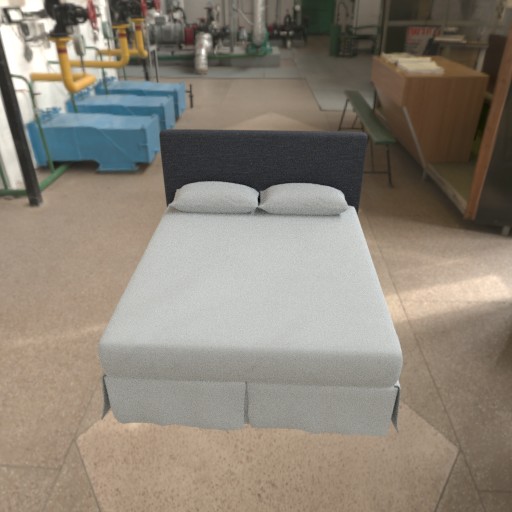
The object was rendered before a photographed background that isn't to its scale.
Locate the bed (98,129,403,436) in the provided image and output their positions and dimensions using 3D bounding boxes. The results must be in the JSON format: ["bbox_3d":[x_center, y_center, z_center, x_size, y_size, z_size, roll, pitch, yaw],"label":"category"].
[{"bbox_3d":[0.000,0.000,3.340,1.884,1.330,2.142,1,31,2],"label":"bed"}]
